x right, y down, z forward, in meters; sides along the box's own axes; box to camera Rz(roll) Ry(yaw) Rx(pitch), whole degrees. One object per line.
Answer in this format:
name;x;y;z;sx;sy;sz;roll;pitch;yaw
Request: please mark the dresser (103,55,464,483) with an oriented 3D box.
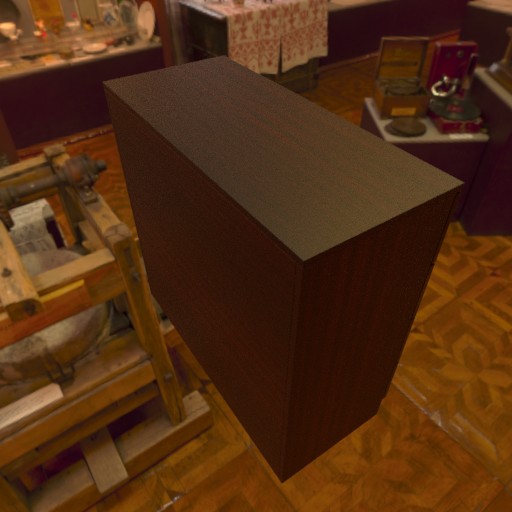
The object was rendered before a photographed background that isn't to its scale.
dresser;0.000;0.000;1.121;0.360;0.720;0.750;-24;47;-25
